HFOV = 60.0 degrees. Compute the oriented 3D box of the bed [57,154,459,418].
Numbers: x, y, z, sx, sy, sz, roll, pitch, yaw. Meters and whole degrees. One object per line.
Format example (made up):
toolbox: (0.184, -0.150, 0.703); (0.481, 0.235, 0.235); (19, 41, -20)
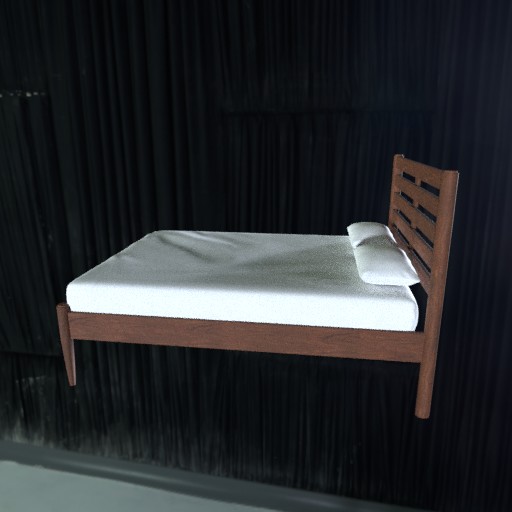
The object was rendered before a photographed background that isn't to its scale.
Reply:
bed: (0.000, 0.000, 3.047); (2.093, 1.304, 1.509); (2, 16, 8)
